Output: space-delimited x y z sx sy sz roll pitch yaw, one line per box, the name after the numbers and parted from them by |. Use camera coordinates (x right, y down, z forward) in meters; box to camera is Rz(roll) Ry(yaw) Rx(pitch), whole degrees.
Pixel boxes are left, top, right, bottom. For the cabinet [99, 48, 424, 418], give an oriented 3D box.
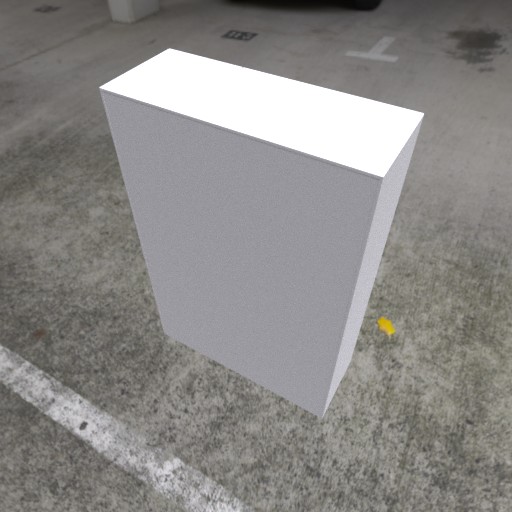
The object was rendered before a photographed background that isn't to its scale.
0.000 0.000 2.554 1.290 1.910 0.510 23 51 20 | cabinet
